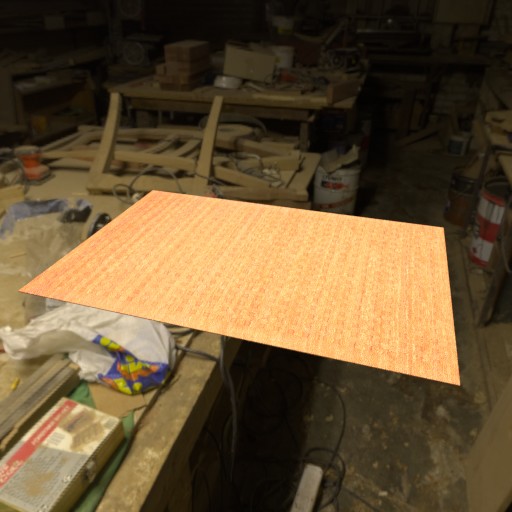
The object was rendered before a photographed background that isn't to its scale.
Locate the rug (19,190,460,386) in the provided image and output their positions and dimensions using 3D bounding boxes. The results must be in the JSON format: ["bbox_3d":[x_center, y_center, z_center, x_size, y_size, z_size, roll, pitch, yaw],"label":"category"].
[{"bbox_3d":[0.000,0.000,2.789,2.285,0.006,1.524,9,32,15],"label":"rug"}]
